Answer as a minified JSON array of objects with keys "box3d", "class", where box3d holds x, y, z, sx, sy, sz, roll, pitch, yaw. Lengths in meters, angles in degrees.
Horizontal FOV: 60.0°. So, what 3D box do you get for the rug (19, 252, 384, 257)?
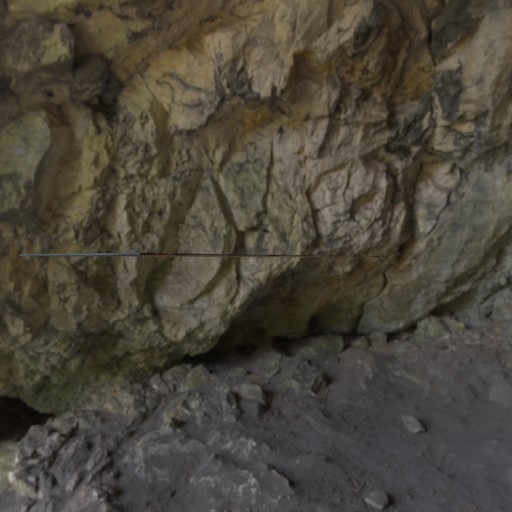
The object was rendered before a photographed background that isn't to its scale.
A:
[{"box3d":[0.000,0.000,2.653,0.760,0.009,2.440,0,0,34],"class":"rug"}]
